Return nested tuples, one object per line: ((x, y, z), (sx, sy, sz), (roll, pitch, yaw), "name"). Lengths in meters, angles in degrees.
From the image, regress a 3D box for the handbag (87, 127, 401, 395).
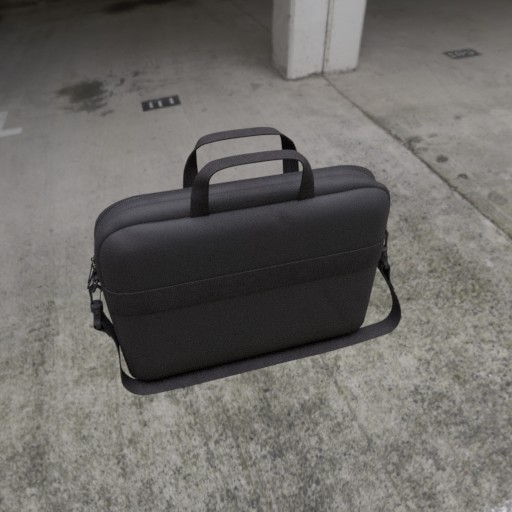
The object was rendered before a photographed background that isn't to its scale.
((0.000, 0.000, 0.431), (0.320, 0.244, 0.089), (-11, 41, -12), "handbag")
